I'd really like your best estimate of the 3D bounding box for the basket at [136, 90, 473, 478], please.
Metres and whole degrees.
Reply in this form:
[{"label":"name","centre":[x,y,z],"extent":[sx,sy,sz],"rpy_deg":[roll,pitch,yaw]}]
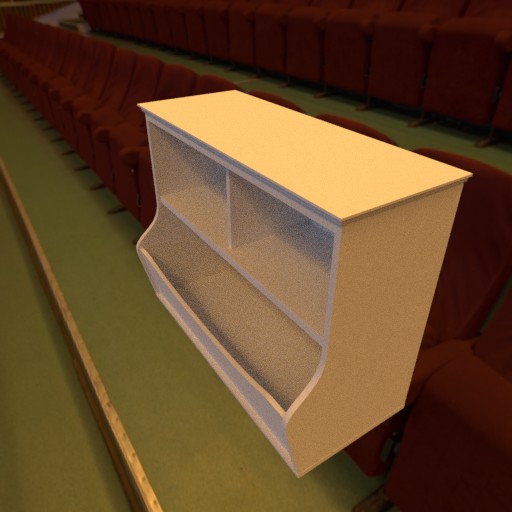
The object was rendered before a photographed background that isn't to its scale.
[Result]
[{"label":"basket","centre":[0.000,0.000,1.126],"extent":[0.376,0.625,0.792],"rpy_deg":[-20,37,-28]}]
